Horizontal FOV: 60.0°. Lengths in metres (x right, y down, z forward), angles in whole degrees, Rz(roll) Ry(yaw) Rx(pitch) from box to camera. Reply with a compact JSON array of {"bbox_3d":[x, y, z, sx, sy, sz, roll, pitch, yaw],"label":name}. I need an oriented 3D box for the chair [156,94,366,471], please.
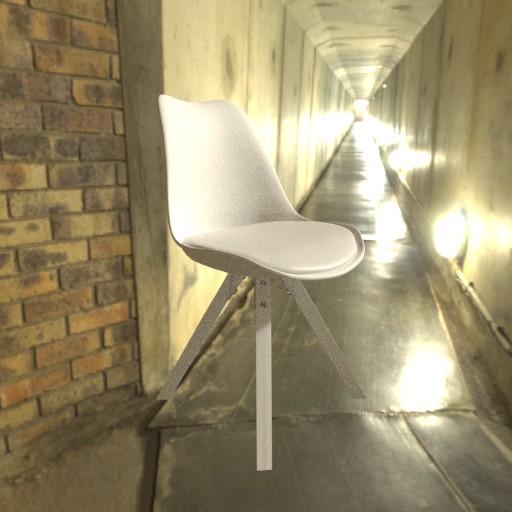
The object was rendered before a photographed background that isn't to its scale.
[{"bbox_3d":[0.000,0.000,1.208,0.550,0.850,0.485,14,20,43],"label":"chair"}]
